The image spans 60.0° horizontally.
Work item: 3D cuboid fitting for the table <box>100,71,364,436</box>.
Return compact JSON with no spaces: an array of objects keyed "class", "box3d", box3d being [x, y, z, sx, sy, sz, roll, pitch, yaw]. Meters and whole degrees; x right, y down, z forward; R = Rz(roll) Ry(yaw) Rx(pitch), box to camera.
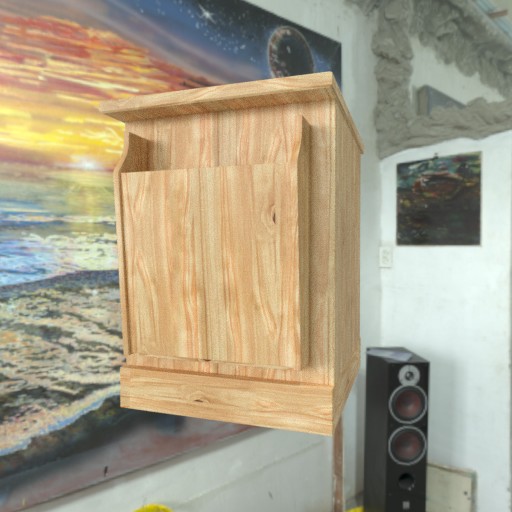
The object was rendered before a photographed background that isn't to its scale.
[{"class":"table","box3d":[0.000,0.000,0.890,0.380,0.515,0.530,0,1,19]}]
